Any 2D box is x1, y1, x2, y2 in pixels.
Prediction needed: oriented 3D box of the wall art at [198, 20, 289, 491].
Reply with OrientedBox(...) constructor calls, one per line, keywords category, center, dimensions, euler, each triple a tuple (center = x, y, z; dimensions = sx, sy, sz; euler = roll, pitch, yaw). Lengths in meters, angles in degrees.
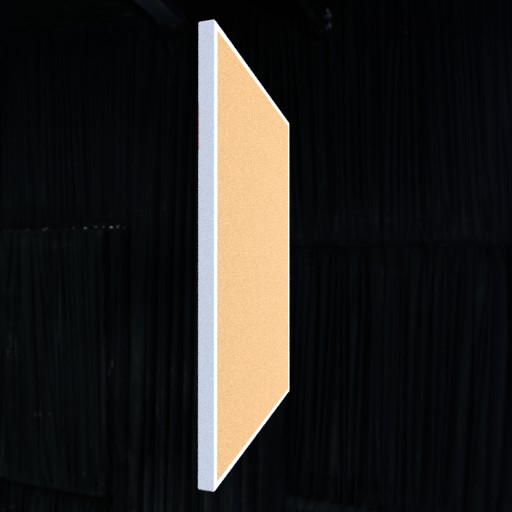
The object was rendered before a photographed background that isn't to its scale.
OrientedBox(category="wall art", center=(0.000, 0.000, 1.589), dimensions=(0.046, 1.221, 0.914), euler=(0, 0, 16))
